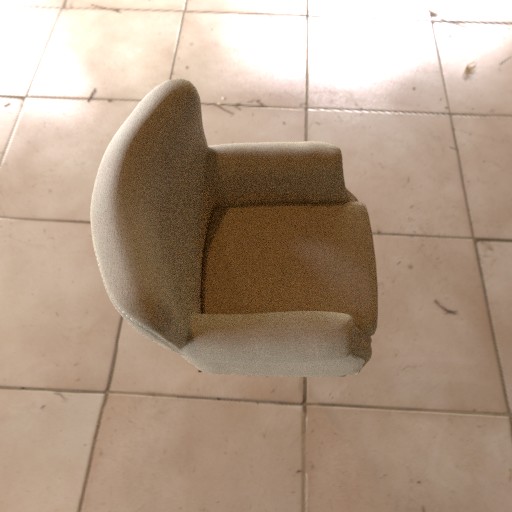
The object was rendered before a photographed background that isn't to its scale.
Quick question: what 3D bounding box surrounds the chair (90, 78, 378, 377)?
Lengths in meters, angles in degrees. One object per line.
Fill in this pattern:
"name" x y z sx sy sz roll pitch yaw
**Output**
"chair" 0.000 0.000 1.644 0.921 0.936 0.861 2 63 1
